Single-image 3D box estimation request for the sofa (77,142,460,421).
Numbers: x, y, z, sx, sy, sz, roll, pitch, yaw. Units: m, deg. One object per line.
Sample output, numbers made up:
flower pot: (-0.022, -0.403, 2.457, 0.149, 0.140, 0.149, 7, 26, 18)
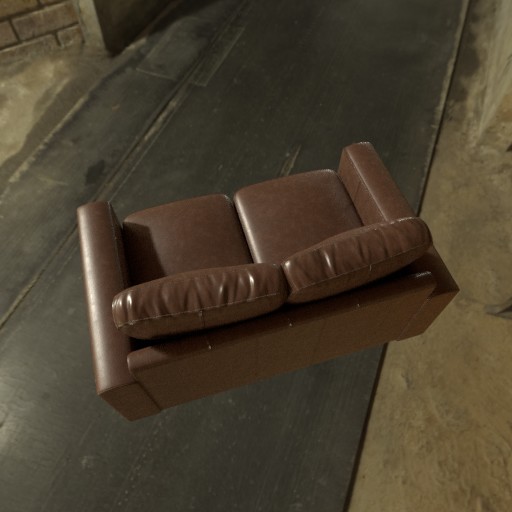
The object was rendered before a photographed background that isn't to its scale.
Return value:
sofa: (0.000, 0.000, 2.212, 1.616, 0.873, 1.016, -14, 60, -9)
